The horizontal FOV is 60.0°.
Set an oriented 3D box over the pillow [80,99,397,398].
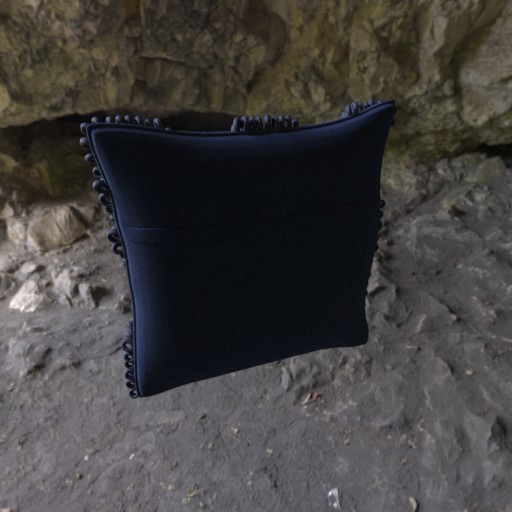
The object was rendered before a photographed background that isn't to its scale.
[{"bbox_3d":[0.000,0.000,0.721,0.469,0.466,0.172,-10,29,-17],"label":"pillow"}]
